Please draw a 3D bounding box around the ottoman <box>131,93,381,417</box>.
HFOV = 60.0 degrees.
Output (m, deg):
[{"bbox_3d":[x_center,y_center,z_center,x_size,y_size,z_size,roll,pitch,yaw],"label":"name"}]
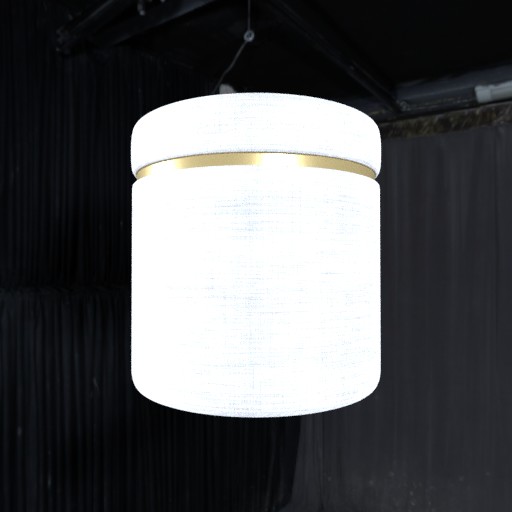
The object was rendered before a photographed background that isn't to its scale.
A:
[{"bbox_3d":[0.000,0.000,0.735,0.400,0.406,0.400,0,-1,0],"label":"ottoman"}]
